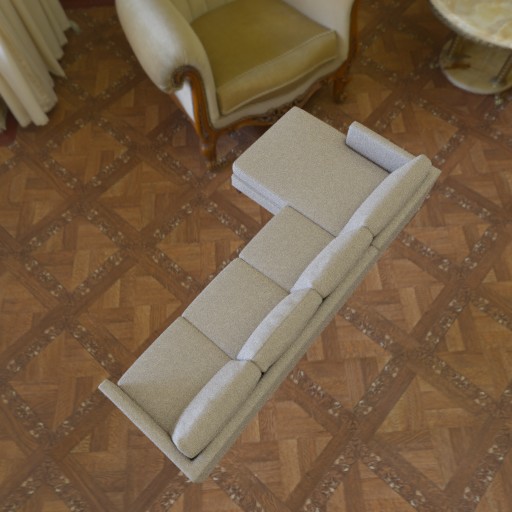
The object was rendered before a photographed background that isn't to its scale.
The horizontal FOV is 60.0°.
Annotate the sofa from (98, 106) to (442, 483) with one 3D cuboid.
[{"bbox_3d":[0.000,0.000,3.796,1.625,0.846,3.186,37,69,17],"label":"sofa"}]
